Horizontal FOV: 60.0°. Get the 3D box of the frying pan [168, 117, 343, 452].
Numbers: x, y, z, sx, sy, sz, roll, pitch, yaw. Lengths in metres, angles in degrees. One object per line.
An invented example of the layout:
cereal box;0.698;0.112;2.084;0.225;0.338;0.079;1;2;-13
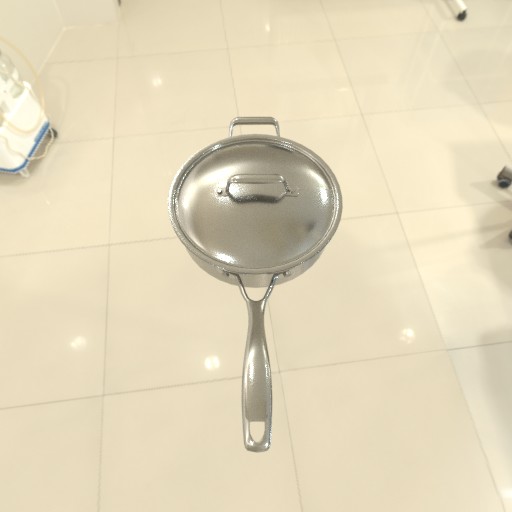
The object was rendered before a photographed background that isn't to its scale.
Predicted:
frying pan;0.000;0.000;0.590;0.245;0.111;0.492;-1;60;0
